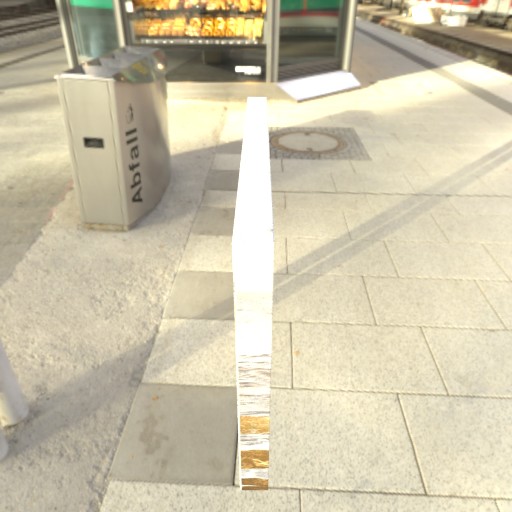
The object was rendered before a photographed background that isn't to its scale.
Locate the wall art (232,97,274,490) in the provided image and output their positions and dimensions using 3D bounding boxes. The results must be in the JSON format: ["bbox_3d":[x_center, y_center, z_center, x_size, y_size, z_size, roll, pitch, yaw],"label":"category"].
[{"bbox_3d":[0.000,0.000,0.779,0.041,0.407,0.606,0,32,0],"label":"wall art"}]
